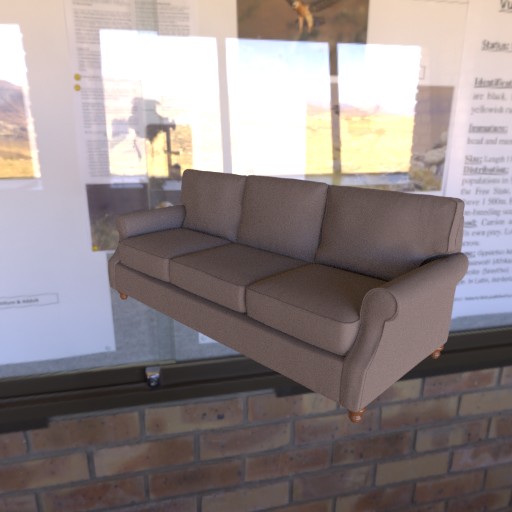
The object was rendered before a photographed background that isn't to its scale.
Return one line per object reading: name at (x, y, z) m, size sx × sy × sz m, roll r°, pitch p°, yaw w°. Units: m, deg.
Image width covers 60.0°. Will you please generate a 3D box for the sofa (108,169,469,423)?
sofa at (0.000, 0.000, 2.818) m, size 0.966 × 0.948 × 2.353 m, roll -16°, pitch 22°, yaw -43°
